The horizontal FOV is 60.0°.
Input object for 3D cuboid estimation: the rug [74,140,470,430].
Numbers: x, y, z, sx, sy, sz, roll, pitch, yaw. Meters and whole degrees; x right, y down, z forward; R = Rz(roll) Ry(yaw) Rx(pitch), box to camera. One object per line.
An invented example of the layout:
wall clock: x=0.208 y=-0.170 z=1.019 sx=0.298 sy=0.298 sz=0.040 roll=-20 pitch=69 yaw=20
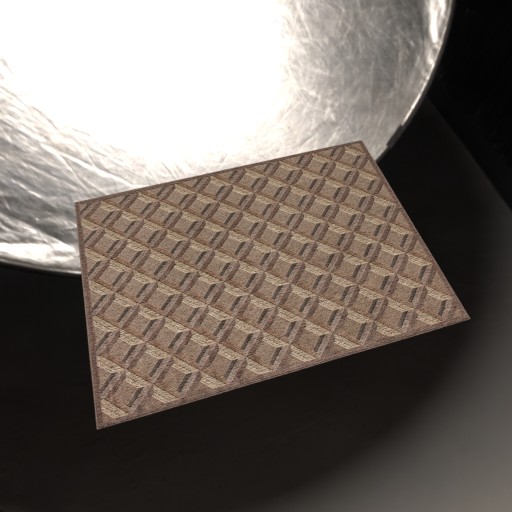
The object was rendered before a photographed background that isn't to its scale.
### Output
rug: x=0.000 y=0.000 z=4.315 sx=3.294 sy=0.018 sz=2.382 roll=-14 pitch=59 yaw=-9
